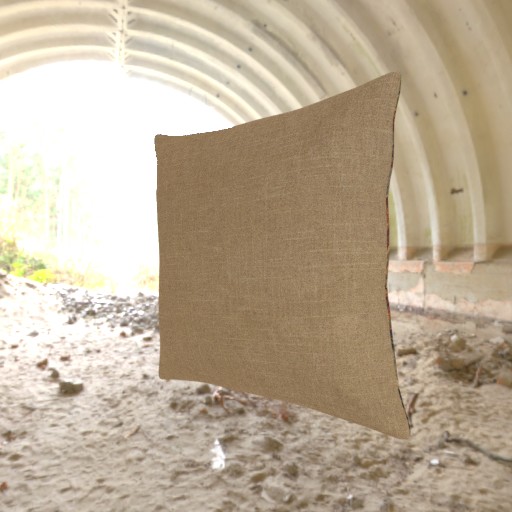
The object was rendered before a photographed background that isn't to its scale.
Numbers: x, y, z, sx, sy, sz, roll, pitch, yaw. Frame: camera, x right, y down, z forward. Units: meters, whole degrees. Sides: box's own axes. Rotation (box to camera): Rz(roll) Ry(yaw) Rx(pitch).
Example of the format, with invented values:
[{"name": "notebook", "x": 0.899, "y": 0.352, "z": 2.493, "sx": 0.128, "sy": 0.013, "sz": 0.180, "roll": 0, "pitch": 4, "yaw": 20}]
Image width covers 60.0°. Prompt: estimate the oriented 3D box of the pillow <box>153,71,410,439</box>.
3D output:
[{"name": "pillow", "x": 0.000, "y": 0.000, "z": 0.762, "sx": 0.523, "sy": 0.506, "sz": 0.166, "roll": 0, "pitch": -1, "yaw": 38}]
